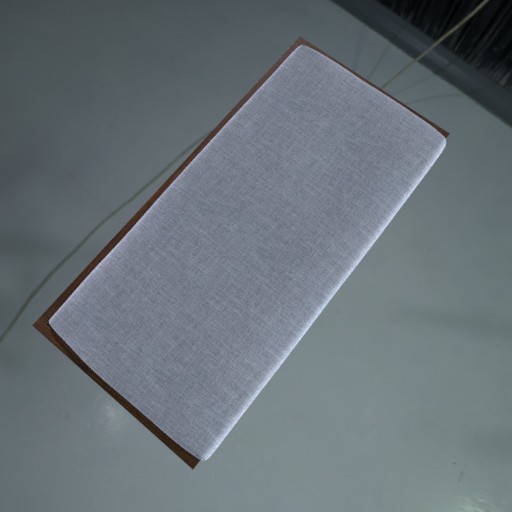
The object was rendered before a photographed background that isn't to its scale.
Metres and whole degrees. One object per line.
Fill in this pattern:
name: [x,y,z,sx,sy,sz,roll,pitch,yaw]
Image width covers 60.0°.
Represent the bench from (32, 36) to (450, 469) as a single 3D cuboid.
bench: [0.000,0.000,0.973,0.362,0.461,0.734,38,78,10]
